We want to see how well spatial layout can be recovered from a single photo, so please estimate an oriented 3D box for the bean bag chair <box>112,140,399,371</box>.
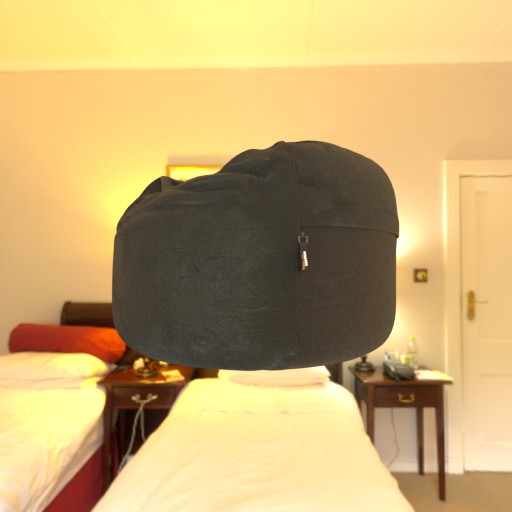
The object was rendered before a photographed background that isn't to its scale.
[{"bbox_3d":[0.000,0.000,1.481,0.918,0.605,0.918,0,-2,0],"label":"bean bag chair"}]
